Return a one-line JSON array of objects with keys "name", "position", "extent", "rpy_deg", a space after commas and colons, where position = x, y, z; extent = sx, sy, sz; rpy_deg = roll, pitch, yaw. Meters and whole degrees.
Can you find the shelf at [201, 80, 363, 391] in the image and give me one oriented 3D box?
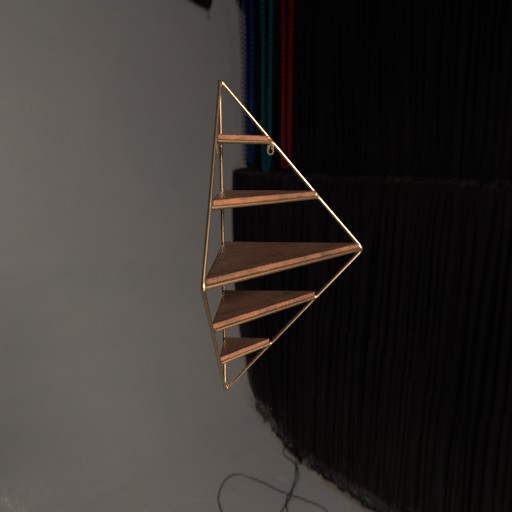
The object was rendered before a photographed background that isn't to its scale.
[{"name": "shelf", "position": [0.000, 0.000, 1.181], "extent": [0.564, 0.913, 0.294], "rpy_deg": [-12, 18, -42]}]
